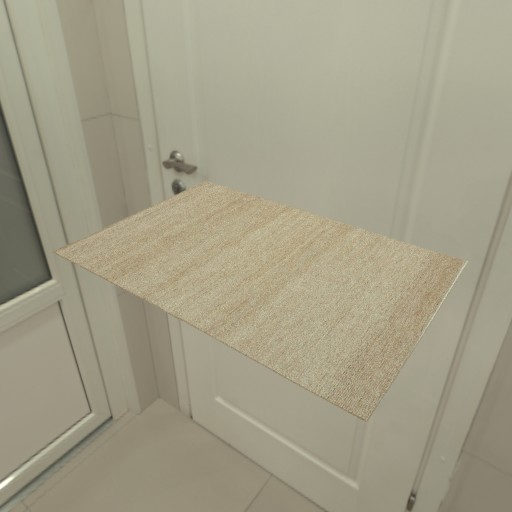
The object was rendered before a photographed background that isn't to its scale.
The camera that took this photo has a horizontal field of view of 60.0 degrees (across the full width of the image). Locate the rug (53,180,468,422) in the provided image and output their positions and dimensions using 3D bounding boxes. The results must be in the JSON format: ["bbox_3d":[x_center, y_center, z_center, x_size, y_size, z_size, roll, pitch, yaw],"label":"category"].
[{"bbox_3d":[0.000,0.000,2.991,2.346,0.029,1.574,21,38,31],"label":"rug"}]
